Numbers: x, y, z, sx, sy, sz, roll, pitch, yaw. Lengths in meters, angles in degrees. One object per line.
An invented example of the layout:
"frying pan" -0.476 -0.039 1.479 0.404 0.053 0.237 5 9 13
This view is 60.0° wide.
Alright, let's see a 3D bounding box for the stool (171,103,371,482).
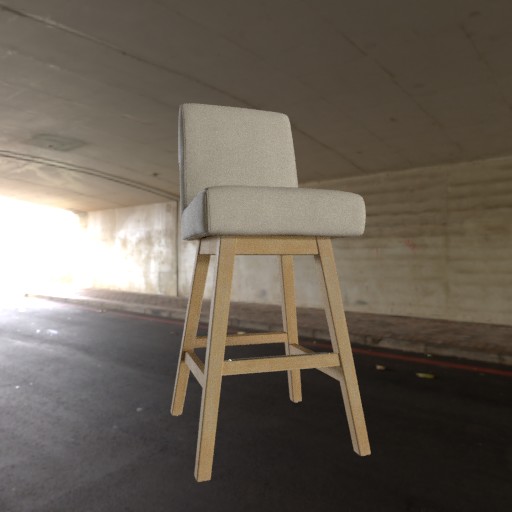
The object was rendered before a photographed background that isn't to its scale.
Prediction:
"stool" 0.000 0.000 1.299 0.446 1.015 0.543 0 0 -18
